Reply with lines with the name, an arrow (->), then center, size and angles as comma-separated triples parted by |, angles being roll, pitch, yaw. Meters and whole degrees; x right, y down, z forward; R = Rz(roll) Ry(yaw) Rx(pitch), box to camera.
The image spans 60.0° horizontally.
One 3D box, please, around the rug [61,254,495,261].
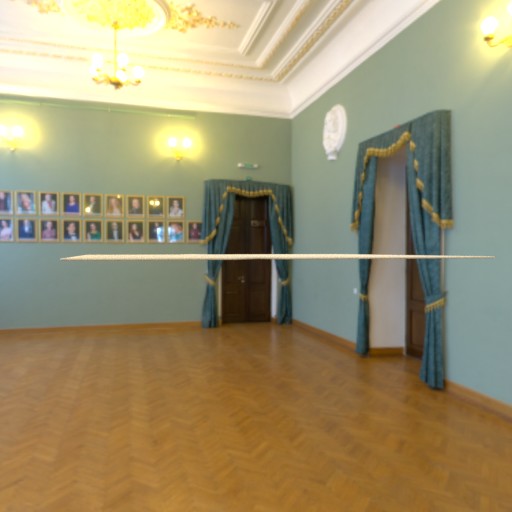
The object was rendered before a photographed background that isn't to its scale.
rug -> 0.000, 0.000, 4.010 | 3.009, 0.019, 2.423 | 0, 1, -18
